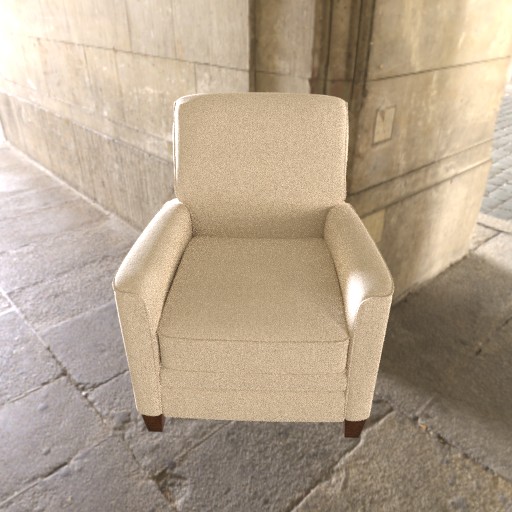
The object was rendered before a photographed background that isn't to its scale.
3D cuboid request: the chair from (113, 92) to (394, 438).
[{"bbox_3d":[0.000,0.000,1.638,0.841,1.028,0.858,1,30,2],"label":"chair"}]
